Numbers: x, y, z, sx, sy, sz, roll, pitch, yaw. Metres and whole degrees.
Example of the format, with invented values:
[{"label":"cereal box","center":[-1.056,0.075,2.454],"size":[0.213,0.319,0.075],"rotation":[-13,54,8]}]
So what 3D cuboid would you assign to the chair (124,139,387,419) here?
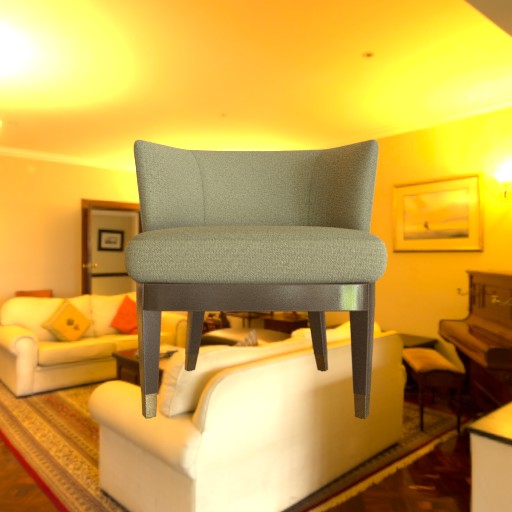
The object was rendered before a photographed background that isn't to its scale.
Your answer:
[{"label":"chair","center":[0.000,0.000,1.290],"size":[0.700,0.760,0.660],"rotation":[0,0,0]}]
